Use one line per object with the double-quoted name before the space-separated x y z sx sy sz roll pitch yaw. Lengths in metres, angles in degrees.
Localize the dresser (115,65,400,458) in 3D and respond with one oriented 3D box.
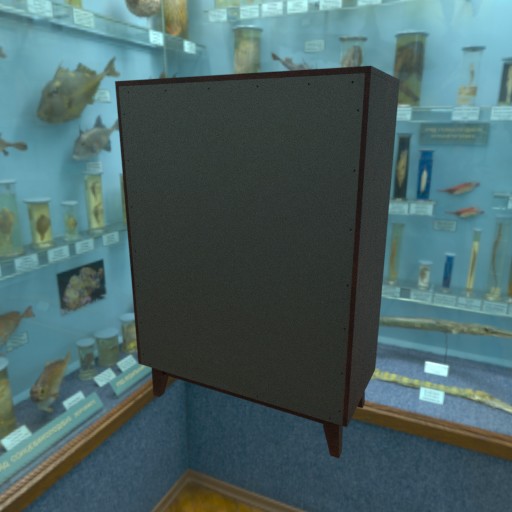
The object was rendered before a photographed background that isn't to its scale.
"dresser" 0.000 0.000 2.049 1.072 1.514 0.506 8 18 26
